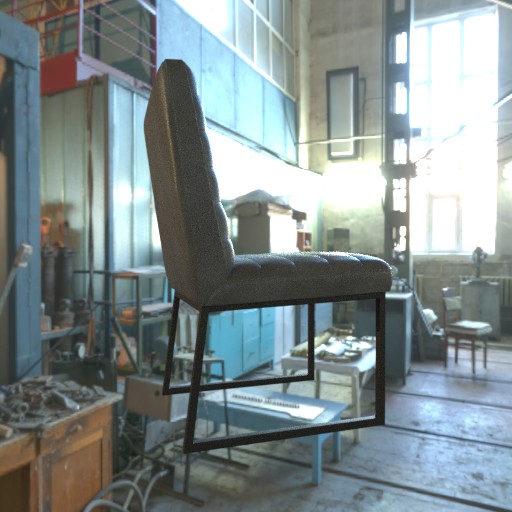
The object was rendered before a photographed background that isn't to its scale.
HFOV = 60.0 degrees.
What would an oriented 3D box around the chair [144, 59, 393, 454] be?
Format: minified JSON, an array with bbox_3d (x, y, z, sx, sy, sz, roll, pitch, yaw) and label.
[{"bbox_3d":[0.000,0.000,1.342,0.634,0.930,0.520,0,1,-18],"label":"chair"}]
